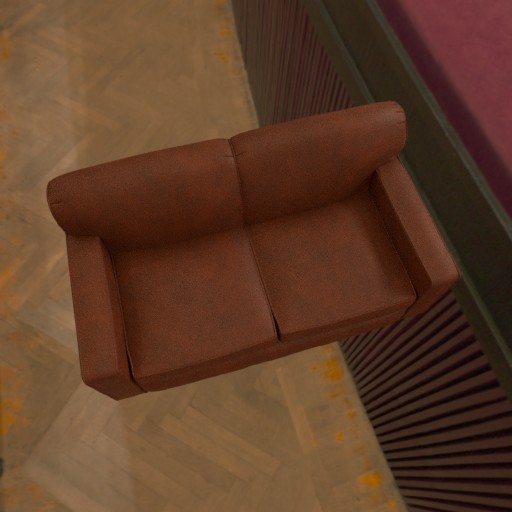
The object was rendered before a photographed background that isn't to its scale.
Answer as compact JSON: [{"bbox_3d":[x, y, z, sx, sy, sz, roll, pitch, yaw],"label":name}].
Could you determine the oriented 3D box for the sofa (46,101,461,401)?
[{"bbox_3d":[0.000,0.000,2.375,1.856,0.966,1.000,-15,65,-7],"label":"sofa"}]
